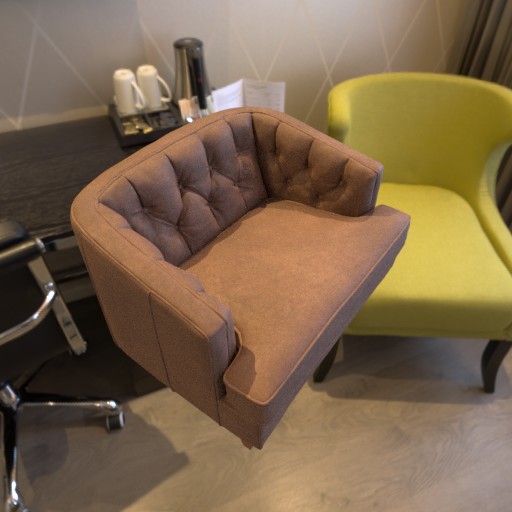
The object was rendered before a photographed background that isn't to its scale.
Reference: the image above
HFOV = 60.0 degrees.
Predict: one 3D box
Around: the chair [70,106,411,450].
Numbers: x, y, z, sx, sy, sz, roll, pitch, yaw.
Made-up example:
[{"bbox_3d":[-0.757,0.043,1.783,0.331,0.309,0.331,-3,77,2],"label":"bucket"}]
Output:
[{"bbox_3d":[0.000,0.000,1.774,0.914,0.787,1.118,27,49,26],"label":"chair"}]
